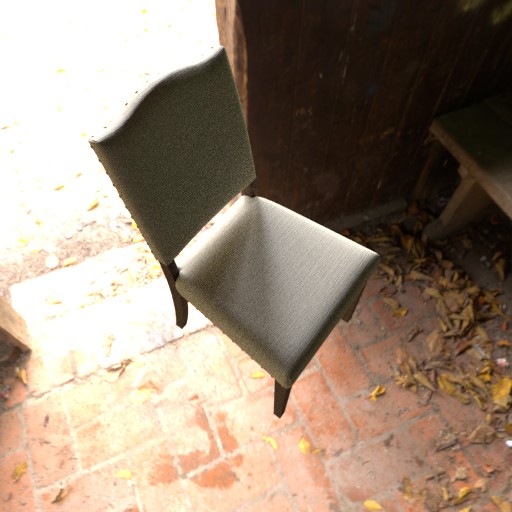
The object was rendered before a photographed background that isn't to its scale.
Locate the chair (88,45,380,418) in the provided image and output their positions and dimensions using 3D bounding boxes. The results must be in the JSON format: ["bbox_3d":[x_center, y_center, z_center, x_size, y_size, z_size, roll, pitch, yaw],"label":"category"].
[{"bbox_3d":[0.000,0.000,1.360,0.619,1.015,0.508,33,64,18],"label":"chair"}]
